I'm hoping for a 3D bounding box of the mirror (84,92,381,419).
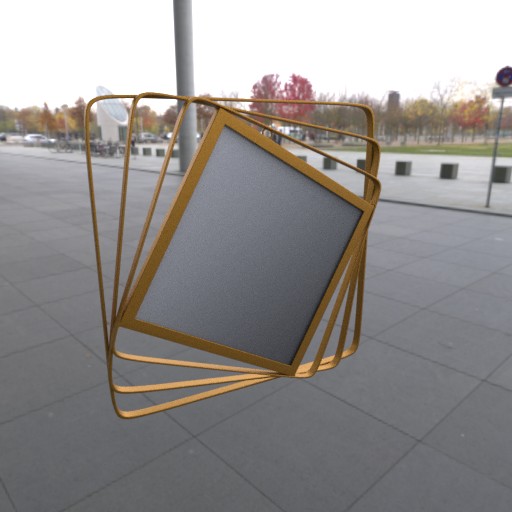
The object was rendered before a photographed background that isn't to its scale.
[{"bbox_3d":[0.000,0.000,0.691,0.470,0.468,0.045,-8,17,-27],"label":"mirror"}]
